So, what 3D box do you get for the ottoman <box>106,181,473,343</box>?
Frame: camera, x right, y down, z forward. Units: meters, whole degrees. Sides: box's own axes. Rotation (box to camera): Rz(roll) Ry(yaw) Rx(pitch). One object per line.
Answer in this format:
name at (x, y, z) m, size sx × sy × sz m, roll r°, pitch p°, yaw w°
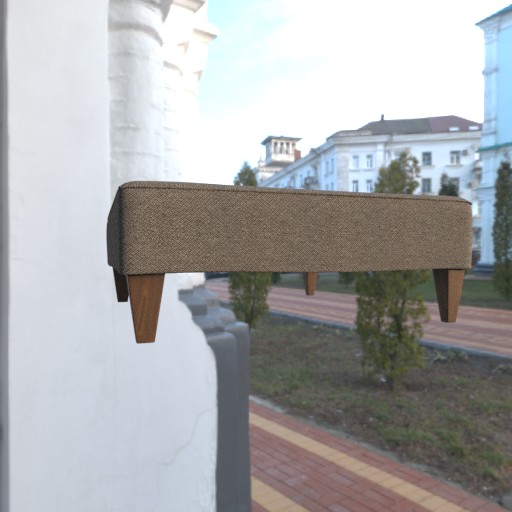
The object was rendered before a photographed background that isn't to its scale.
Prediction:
ottoman at (0.000, 0.000, 1.540) m, size 0.970 × 0.378 × 0.981 m, roll 0°, pitch 0°, yaw -20°
